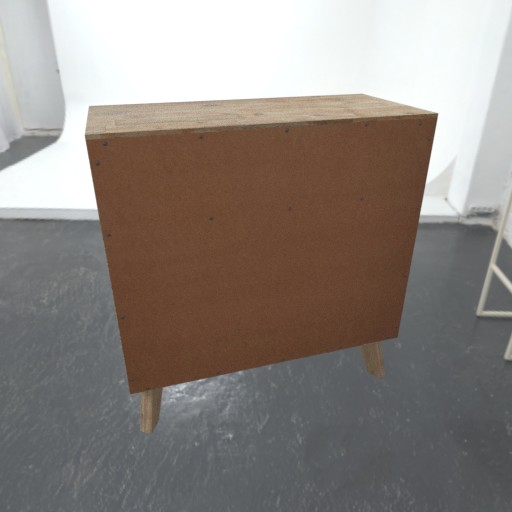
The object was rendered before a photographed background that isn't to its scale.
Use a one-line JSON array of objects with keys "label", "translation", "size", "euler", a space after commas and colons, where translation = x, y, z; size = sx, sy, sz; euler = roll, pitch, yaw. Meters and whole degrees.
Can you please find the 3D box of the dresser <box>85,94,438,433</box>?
[{"label": "dresser", "translation": [0.000, 0.000, 1.617], "size": [0.998, 1.029, 0.455], "euler": [-8, 28, -15]}]
